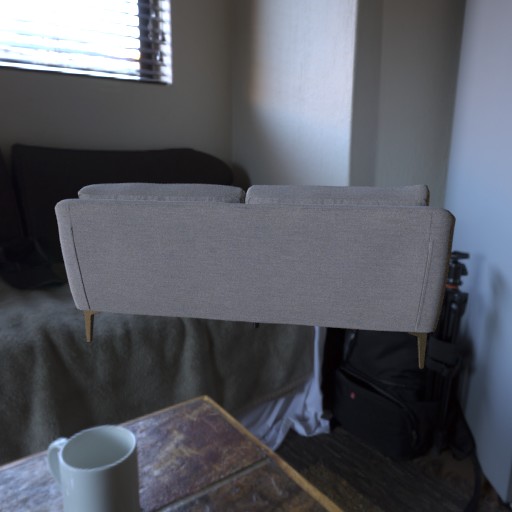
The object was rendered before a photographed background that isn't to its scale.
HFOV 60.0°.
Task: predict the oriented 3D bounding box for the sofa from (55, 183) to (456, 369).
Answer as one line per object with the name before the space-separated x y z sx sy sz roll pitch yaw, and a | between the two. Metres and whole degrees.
sofa | 0.000 0.000 2.618 2.036 0.913 0.980 2 14 9
